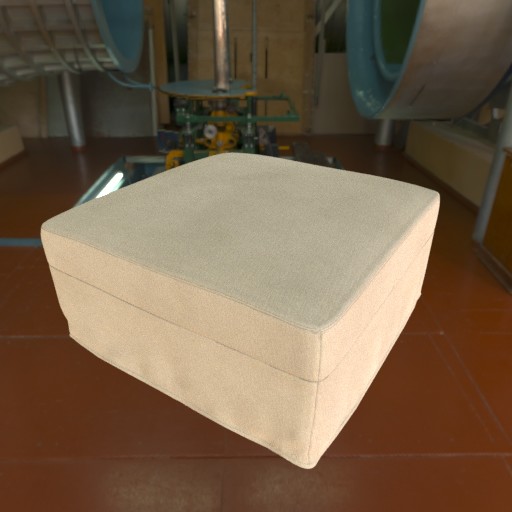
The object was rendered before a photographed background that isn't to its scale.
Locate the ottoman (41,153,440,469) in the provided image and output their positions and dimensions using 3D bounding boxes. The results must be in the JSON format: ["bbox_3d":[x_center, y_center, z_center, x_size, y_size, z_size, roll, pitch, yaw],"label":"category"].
[{"bbox_3d":[0.000,0.000,1.321,0.842,0.441,0.843,18,33,29],"label":"ottoman"}]
